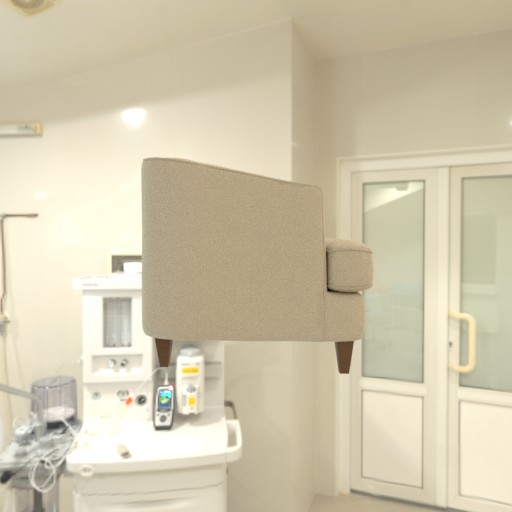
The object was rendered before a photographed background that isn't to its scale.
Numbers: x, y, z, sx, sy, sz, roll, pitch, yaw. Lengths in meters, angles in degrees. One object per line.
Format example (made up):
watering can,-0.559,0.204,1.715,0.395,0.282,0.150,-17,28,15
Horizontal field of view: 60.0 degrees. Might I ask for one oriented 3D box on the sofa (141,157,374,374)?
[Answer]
sofa,0.000,0.000,2.744,0.941,0.855,2.278,0,1,1
